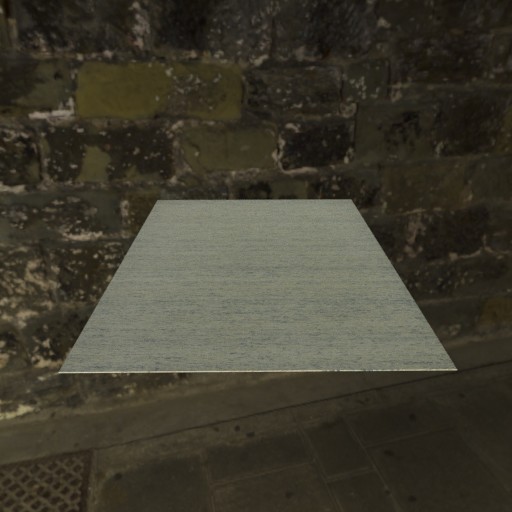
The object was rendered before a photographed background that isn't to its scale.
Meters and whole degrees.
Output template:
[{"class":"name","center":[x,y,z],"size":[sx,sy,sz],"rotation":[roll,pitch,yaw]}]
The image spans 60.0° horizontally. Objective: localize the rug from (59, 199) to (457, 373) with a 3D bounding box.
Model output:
[{"class":"rug","center":[0.000,0.000,4.146],"size":[2.438,0.006,3.197],"rotation":[0,26,-1]}]
